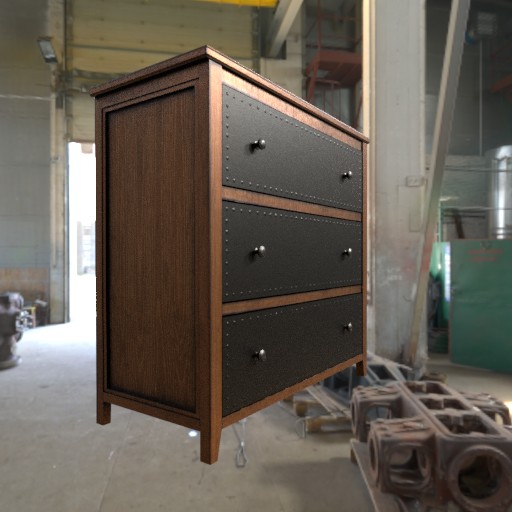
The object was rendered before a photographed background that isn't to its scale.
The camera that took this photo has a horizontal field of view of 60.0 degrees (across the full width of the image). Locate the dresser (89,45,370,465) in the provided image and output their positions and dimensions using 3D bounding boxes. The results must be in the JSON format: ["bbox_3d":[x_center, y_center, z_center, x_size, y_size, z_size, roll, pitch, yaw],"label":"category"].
[{"bbox_3d":[0.000,0.000,1.943,0.591,1.224,1.250,0,0,36],"label":"dresser"}]
